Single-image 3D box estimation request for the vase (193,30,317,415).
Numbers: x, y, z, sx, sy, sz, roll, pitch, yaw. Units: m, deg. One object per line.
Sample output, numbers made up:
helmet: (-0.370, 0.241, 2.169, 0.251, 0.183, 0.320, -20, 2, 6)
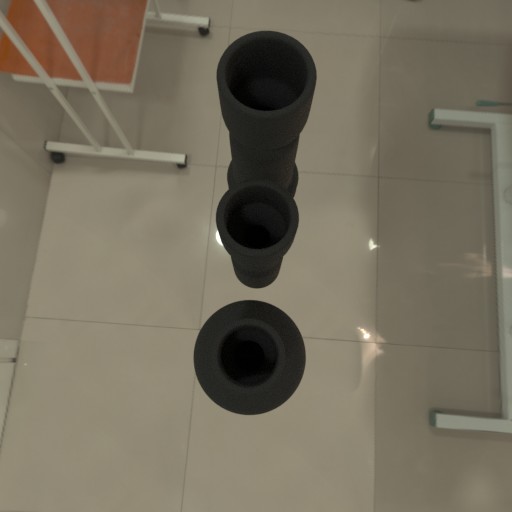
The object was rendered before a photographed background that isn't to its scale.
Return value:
vase: (0.000, 0.000, 0.425, 0.120, 0.249, 0.307, 4, 77, 1)
